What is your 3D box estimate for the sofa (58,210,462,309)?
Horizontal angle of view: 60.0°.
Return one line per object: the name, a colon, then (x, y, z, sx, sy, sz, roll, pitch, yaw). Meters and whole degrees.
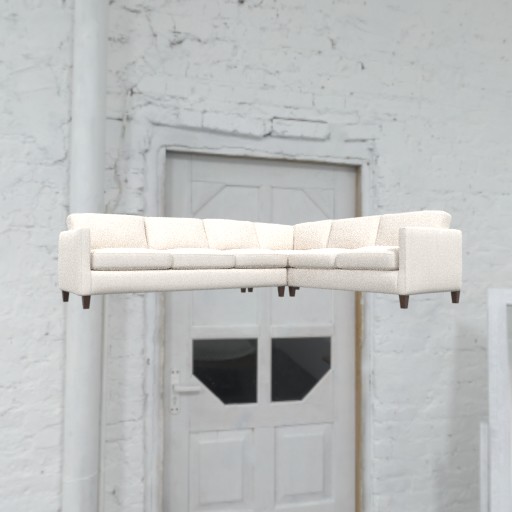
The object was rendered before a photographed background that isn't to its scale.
sofa: (0.000, 0.000, 4.516, 3.302, 0.947, 2.593, 0, -1, -35)
